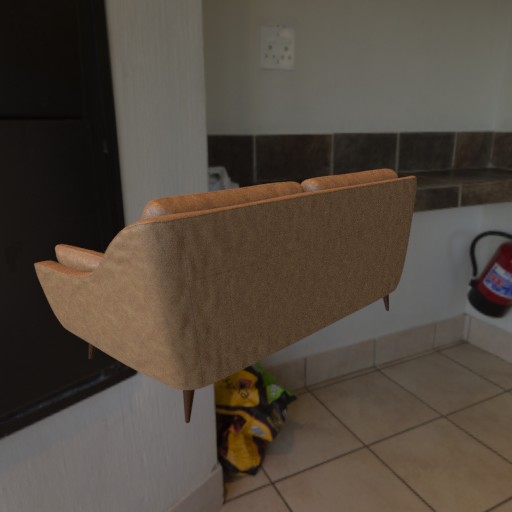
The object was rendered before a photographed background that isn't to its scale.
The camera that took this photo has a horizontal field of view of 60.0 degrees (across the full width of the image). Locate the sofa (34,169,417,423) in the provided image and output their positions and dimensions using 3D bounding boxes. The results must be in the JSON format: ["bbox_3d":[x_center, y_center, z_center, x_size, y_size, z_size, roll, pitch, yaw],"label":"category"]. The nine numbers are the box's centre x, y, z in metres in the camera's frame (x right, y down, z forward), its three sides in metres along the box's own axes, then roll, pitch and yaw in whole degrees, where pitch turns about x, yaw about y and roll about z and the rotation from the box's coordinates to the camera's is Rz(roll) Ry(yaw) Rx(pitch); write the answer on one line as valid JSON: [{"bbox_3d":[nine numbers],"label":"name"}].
[{"bbox_3d":[0.000,0.000,2.314,1.902,0.839,0.904,-16,23,-43],"label":"sofa"}]
